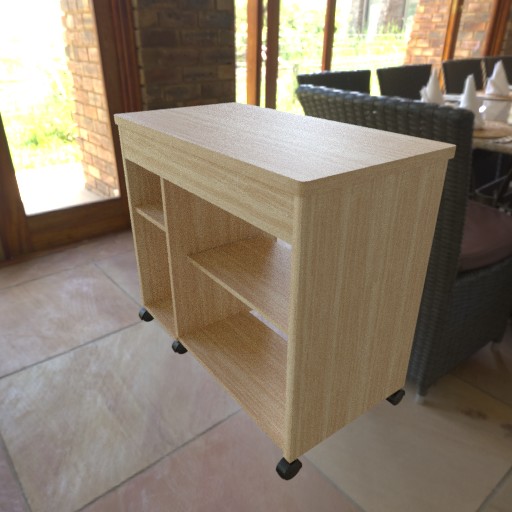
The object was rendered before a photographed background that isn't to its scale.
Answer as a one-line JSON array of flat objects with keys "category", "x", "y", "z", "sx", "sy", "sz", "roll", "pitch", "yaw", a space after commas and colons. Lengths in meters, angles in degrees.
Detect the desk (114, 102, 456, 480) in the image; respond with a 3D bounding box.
[{"category": "desk", "x": 0.000, "y": 0.000, "z": 1.360, "sx": 0.480, "sy": 0.770, "sz": 0.884, "roll": -18, "pitch": 32, "yaw": -32}]
